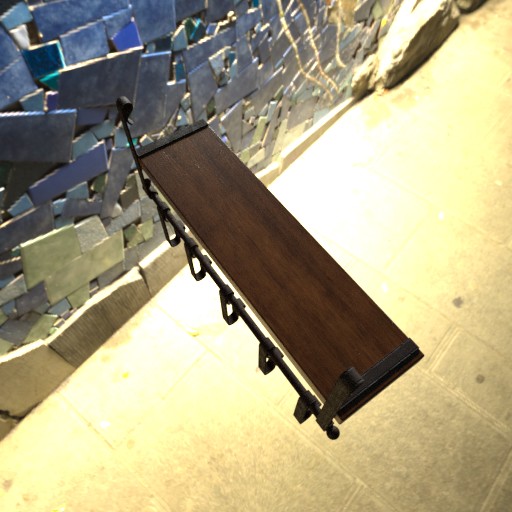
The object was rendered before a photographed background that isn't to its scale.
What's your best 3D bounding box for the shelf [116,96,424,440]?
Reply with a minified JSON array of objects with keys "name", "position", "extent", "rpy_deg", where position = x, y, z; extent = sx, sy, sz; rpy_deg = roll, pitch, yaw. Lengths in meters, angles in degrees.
[{"name":"shelf","position":[0.000,0.000,0.714],"extent":[0.146,0.330,0.567],"rpy_deg":[-31,63,-18]}]
